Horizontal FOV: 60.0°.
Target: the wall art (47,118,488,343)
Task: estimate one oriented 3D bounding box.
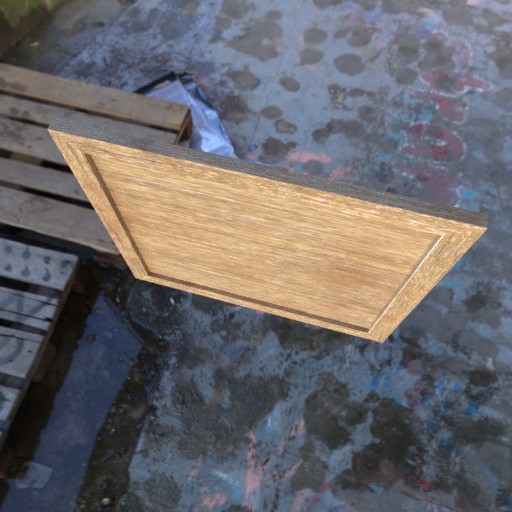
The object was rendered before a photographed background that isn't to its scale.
[{"bbox_3d":[0.000,0.000,0.939,0.690,0.588,0.026,14,64,7],"label":"wall art"}]
